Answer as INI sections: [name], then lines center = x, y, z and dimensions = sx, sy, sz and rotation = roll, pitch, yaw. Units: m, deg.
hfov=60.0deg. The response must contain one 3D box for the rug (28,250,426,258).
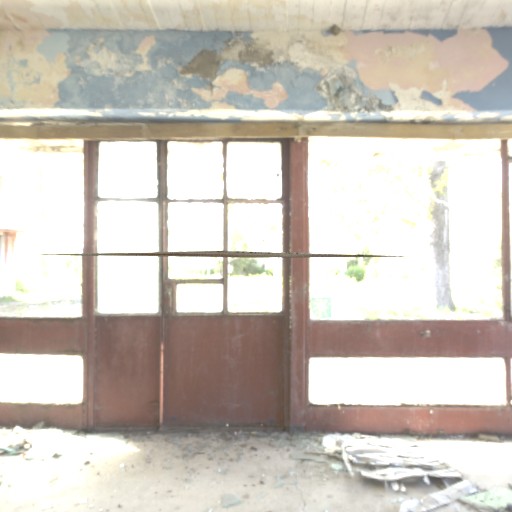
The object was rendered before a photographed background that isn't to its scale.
[rug]
center = 0.000, 0.000, 2.411
dimensions = 1.268, 0.007, 1.918
rotation = -1, -1, 38
